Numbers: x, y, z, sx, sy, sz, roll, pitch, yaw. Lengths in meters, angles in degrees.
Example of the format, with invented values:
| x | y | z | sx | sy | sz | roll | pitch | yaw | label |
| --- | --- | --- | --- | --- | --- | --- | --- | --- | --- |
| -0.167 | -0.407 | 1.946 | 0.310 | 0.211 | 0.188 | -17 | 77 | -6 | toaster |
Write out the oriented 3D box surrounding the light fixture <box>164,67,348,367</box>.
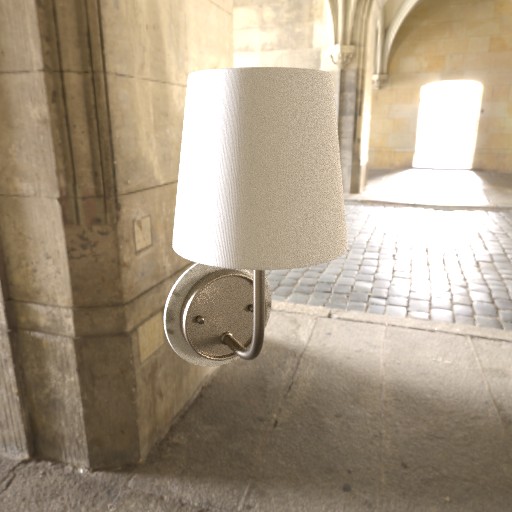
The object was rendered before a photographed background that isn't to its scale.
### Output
| x | y | z | sx | sy | sz | roll | pitch | yaw | label |
| --- | --- | --- | --- | --- | --- | --- | --- | --- | --- |
| 0.000 | 0.000 | 0.447 | 0.168 | 0.337 | 0.188 | -9 | 19 | -28 | light fixture |
